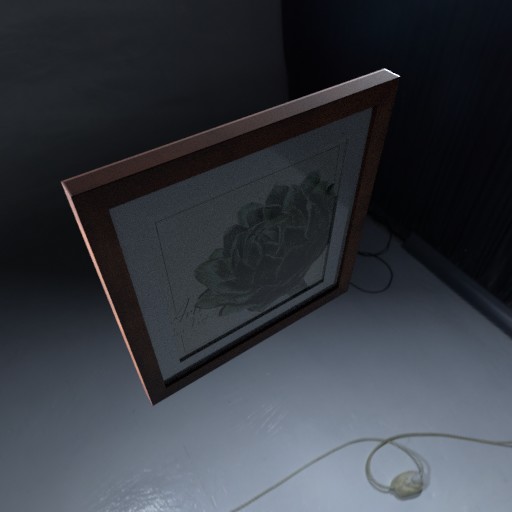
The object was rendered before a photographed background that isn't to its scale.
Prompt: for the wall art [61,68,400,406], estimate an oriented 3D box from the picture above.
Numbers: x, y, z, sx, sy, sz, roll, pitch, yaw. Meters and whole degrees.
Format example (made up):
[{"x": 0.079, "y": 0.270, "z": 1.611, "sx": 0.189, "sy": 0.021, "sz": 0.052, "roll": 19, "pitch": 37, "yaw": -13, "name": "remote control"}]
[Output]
[{"x": 0.000, "y": 0.000, "z": 0.849, "sx": 0.554, "sy": 0.572, "sz": 0.037, "roll": -26, "pitch": 52, "yaw": -22, "name": "wall art"}]
